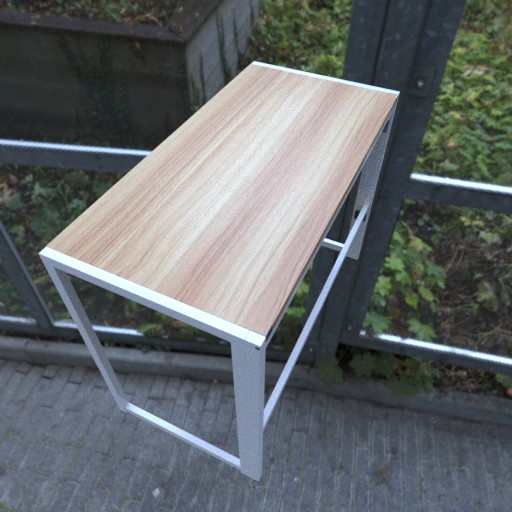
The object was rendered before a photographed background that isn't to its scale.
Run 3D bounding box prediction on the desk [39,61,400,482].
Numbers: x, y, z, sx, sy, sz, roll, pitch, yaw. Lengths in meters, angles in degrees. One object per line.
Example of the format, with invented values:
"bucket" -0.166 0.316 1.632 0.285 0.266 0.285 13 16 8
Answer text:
"desk" 0.000 0.000 1.425 0.508 0.762 1.016 19 50 17
